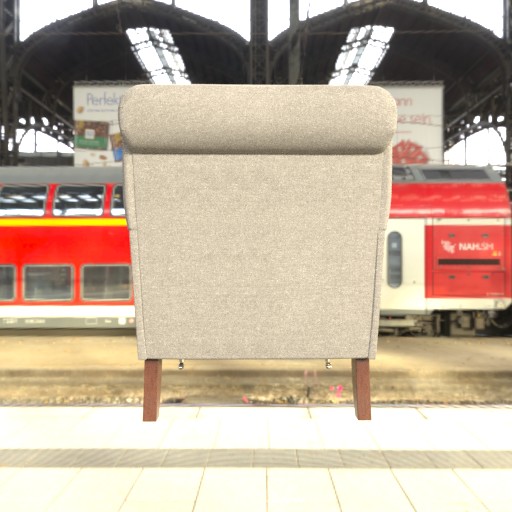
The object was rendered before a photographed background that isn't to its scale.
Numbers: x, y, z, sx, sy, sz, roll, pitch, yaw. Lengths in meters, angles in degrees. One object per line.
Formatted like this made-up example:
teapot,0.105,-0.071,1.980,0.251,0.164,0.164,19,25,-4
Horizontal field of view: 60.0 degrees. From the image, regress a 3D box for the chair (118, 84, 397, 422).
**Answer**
chair,0.000,0.000,1.554,0.766,0.942,0.843,0,0,-1
